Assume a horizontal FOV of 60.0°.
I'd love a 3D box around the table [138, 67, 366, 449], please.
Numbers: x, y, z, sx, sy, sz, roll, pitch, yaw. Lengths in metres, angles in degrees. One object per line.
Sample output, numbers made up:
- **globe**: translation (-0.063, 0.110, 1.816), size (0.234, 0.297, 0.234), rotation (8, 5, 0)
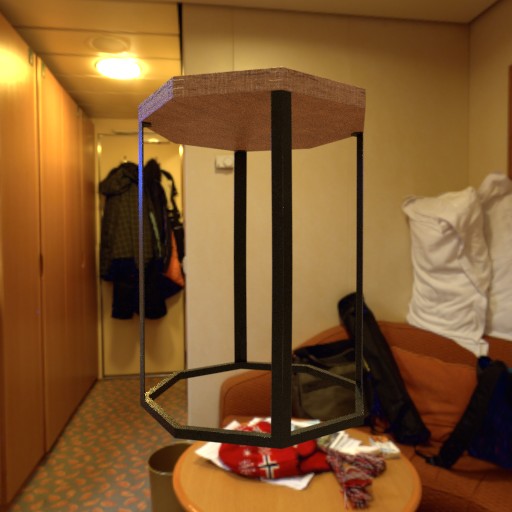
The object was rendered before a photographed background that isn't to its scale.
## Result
- **table**: translation (0.000, 0.000, 0.855), size (0.437, 0.553, 0.437), rotation (1, 2, 35)
